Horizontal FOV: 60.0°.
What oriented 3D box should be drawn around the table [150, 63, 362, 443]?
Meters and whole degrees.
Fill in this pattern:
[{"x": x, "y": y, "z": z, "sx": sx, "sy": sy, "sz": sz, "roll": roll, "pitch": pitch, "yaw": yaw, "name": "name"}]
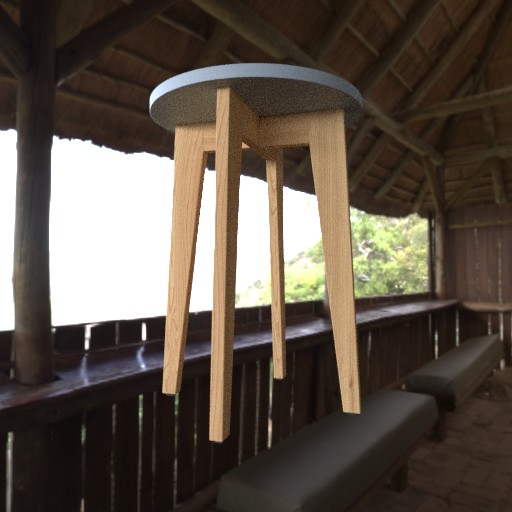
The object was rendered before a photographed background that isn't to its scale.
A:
[{"x": 0.000, "y": 0.000, "z": 0.750, "sx": 0.350, "sy": 0.500, "sz": 0.350, "roll": 0, "pitch": 0, "yaw": 0, "name": "table"}]
